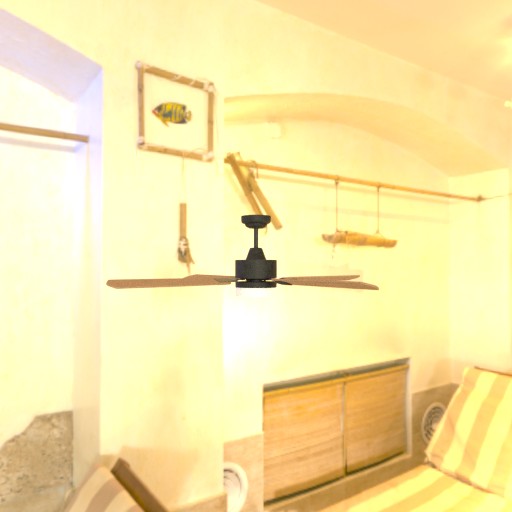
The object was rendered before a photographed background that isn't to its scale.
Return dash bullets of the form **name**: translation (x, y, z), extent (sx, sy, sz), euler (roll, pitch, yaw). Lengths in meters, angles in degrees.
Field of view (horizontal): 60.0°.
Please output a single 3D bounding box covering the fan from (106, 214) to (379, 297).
- **fan**: translation (0.000, 0.000, 1.975), extent (1.320, 0.355, 1.320), euler (1, -1, -36)
